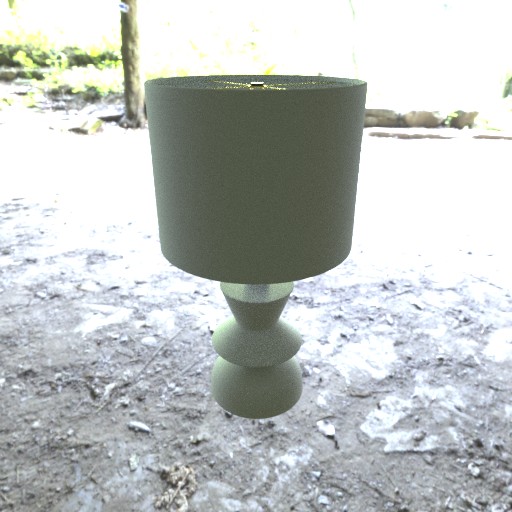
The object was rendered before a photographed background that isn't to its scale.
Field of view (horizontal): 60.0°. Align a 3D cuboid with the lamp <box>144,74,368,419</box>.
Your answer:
[{"bbox_3d":[0.000,0.000,0.722,0.301,0.533,0.301,-16,30,-31],"label":"lamp"}]
